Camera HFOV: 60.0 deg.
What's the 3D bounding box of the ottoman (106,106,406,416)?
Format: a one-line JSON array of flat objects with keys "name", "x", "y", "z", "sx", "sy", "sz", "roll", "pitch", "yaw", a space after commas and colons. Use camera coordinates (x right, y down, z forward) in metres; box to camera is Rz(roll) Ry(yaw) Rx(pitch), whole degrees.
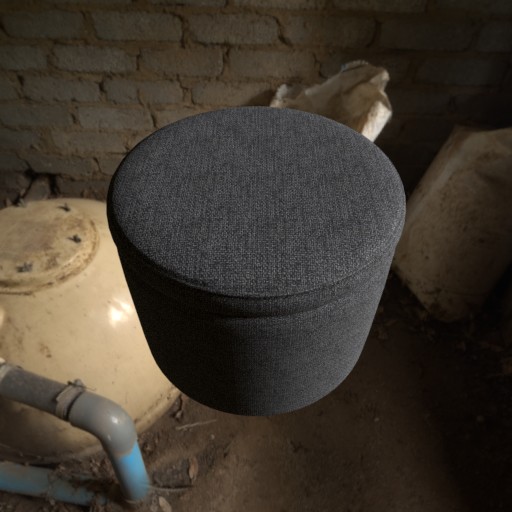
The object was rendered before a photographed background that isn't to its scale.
[{"name": "ottoman", "x": 0.000, "y": 0.000, "z": 0.915, "sx": 0.520, "sy": 0.430, "sz": 0.520, "roll": 0, "pitch": 47, "yaw": 0}]
